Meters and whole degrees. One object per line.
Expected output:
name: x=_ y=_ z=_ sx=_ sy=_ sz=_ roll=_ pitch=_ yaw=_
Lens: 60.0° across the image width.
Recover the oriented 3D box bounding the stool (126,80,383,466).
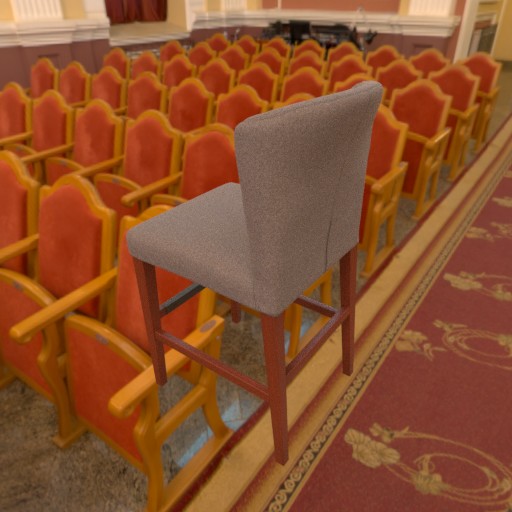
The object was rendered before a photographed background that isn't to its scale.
stool: x=0.000 y=0.000 z=1.266 sx=0.568 sy=0.968 sz=0.481 roll=20 pitch=36 yaw=30
